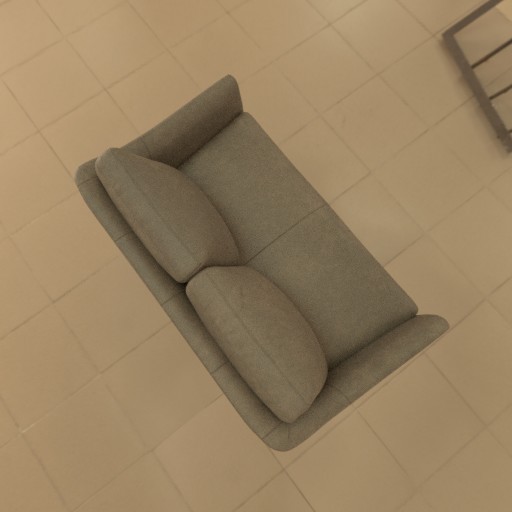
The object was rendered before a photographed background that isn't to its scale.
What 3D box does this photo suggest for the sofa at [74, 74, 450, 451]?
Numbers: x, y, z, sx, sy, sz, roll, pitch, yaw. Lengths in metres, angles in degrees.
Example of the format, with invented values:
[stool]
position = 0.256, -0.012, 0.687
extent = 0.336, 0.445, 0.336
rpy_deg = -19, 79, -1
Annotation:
[sofa]
position = 0.000, 0.000, 2.156
extent = 0.960, 0.902, 1.619
rpy_deg = -37, 78, -9
